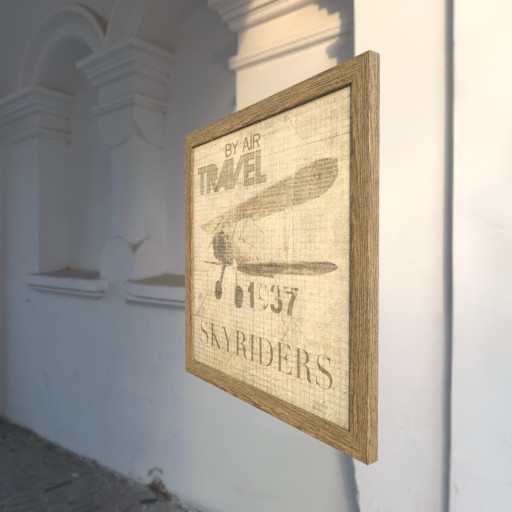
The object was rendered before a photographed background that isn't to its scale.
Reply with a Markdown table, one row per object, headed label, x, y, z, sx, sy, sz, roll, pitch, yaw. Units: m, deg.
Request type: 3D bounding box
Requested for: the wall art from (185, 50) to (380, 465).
| label | x | y | z | sx | sy | sz | roll | pitch | yaw |
| --- | --- | --- | --- | --- | --- | --- | --- | --- | --- |
| wall art | 0.000 | 0.000 | 0.755 | 0.019 | 0.508 | 0.508 | -1 | 1 | -35 |
